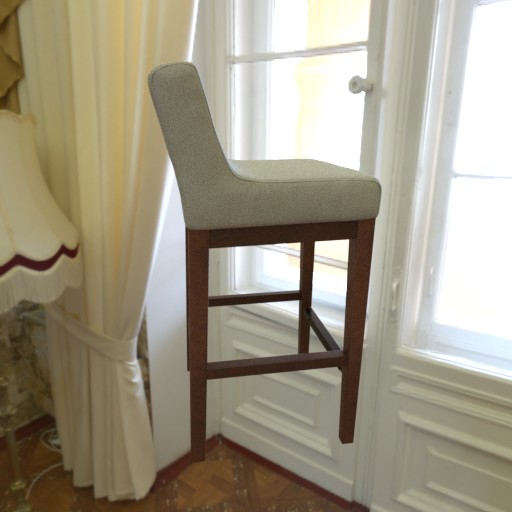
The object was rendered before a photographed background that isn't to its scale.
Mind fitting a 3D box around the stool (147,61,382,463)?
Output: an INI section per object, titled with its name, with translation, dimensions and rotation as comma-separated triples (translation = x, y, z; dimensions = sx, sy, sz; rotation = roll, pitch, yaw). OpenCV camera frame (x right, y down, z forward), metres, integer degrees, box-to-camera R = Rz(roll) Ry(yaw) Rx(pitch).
[stool]
translation = 0.000, 0.000, 1.221
dimensions = 0.500, 0.937, 0.511
rotation = -3, 17, -9
